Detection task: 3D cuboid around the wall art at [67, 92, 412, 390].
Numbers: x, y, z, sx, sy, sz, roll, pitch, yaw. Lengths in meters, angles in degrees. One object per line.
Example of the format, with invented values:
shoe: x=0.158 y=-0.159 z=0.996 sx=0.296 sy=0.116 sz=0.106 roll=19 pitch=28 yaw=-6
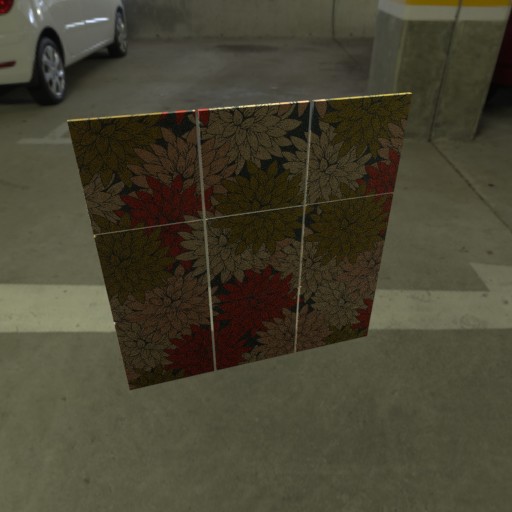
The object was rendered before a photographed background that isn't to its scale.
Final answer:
wall art: x=0.000 y=0.000 z=1.375 sx=0.904 sy=0.913 sz=0.013 roll=-10 pitch=34 yaw=-14
